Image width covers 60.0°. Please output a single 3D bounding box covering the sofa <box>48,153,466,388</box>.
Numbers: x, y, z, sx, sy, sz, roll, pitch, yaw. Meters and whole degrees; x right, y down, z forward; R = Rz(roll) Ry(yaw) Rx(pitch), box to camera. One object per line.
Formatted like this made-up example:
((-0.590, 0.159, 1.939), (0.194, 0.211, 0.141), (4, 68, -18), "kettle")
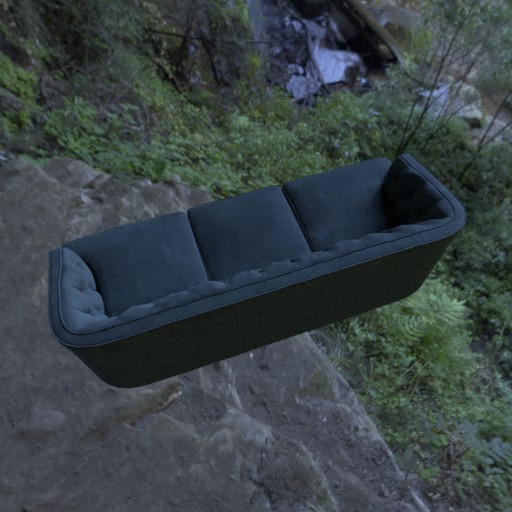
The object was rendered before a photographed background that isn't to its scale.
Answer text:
((0.000, 0.000, 2.730), (2.278, 0.855, 0.941), (-17, 60, -10), "sofa")
